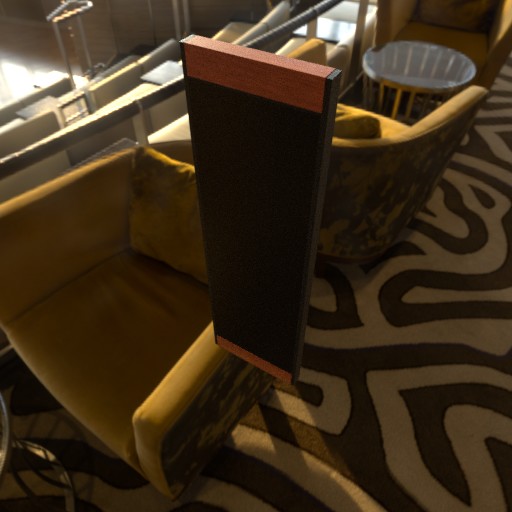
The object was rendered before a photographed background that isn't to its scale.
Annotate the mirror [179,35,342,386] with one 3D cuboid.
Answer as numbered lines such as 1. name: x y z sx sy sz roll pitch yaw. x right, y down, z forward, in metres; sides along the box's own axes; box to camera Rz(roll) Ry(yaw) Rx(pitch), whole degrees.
1. mirror: 0.000 0.000 1.264 0.343 1.123 0.047 24 50 21
